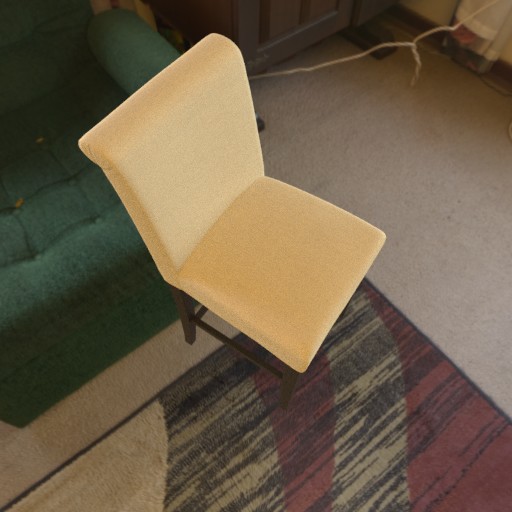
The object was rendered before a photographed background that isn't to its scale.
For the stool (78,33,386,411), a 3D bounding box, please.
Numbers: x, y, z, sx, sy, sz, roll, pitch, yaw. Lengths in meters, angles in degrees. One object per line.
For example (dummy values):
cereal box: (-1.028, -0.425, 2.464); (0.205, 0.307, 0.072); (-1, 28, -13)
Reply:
stool: (0.000, 0.000, 1.305); (0.597, 0.976, 0.452); (30, 63, 17)
